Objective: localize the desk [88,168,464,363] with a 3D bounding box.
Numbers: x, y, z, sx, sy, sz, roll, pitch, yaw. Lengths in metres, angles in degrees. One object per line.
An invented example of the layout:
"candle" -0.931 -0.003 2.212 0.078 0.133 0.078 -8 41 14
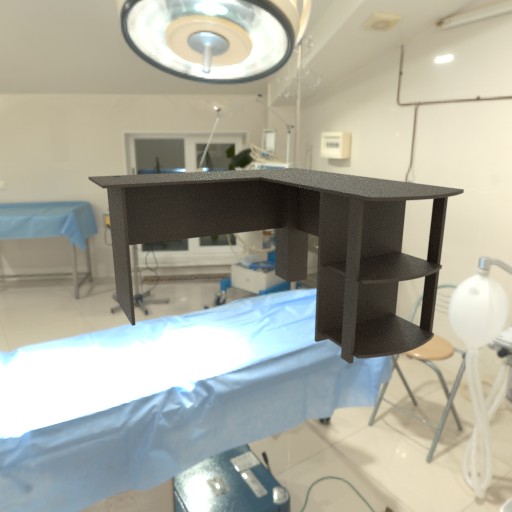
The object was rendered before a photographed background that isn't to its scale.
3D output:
"desk" 0.000 0.000 2.170 1.303 0.716 1.361 -8 18 -27
